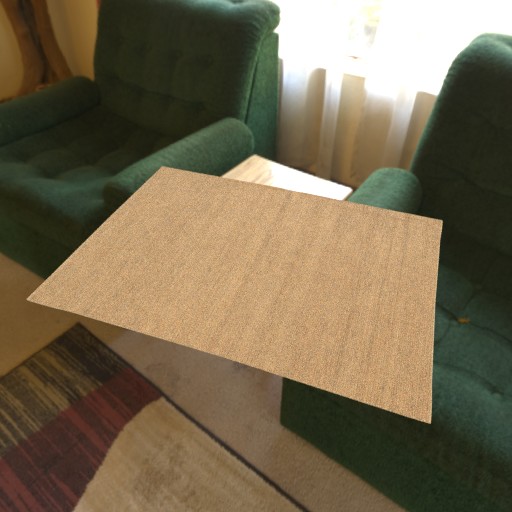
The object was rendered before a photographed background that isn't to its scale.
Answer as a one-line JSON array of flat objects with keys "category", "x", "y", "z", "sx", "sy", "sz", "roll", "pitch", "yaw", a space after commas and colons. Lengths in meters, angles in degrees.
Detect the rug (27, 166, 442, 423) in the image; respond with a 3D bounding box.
[{"category": "rug", "x": 0.000, "y": 0.000, "z": 2.863, "sx": 2.264, "sy": 0.030, "sz": 1.624, "roll": 13, "pitch": 43, "yaw": 15}]
